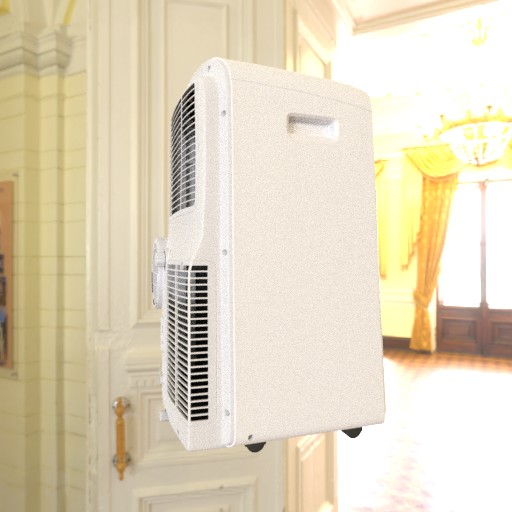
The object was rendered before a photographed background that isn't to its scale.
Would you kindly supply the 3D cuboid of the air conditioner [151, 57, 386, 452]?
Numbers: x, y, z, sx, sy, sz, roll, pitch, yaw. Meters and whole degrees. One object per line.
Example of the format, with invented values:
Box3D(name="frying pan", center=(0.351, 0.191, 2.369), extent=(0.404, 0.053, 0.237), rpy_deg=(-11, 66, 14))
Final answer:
Box3D(name="air conditioner", center=(0.000, 0.000, 1.059), extent=(0.467, 0.765, 0.478), rpy_deg=(0, 0, -18))
